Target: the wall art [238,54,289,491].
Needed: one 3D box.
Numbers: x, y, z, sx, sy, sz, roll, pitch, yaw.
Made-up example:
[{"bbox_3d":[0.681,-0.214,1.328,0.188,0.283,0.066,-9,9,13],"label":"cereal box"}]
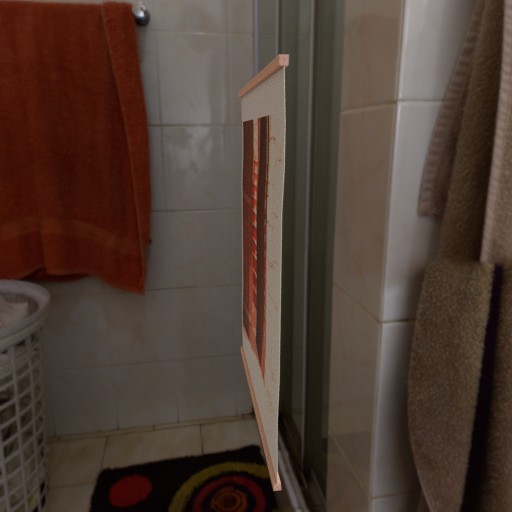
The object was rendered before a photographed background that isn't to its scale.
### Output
[{"bbox_3d":[0.000,0.000,1.339,0.020,1.013,0.758,-2,15,-8],"label":"wall art"}]
